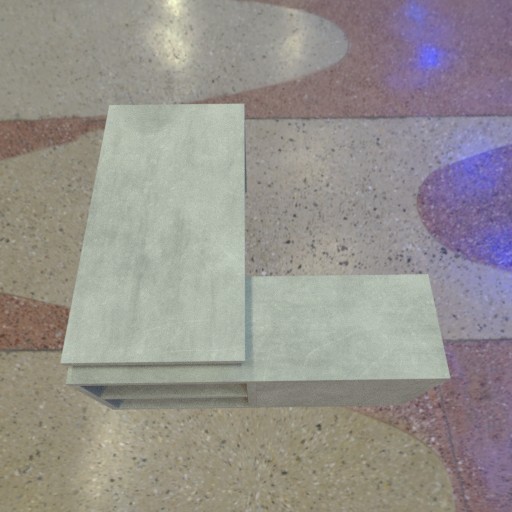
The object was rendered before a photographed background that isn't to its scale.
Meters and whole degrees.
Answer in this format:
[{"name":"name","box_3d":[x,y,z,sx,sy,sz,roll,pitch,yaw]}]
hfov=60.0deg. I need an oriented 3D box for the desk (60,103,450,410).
[{"name":"desk","box_3d":[0.000,0.000,2.305,1.500,0.740,1.400,-1,62,0]}]
